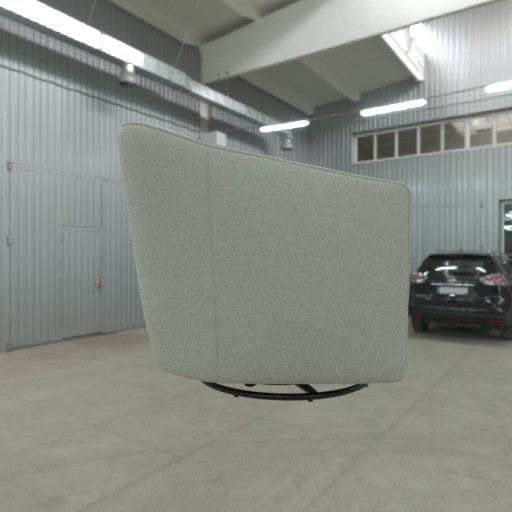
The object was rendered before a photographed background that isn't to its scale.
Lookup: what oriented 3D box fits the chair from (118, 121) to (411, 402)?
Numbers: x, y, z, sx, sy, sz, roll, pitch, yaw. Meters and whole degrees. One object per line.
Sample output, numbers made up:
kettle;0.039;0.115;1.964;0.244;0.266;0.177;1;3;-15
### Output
chair;0.000;0.000;1.491;0.875;0.799;0.747;0;0;0
